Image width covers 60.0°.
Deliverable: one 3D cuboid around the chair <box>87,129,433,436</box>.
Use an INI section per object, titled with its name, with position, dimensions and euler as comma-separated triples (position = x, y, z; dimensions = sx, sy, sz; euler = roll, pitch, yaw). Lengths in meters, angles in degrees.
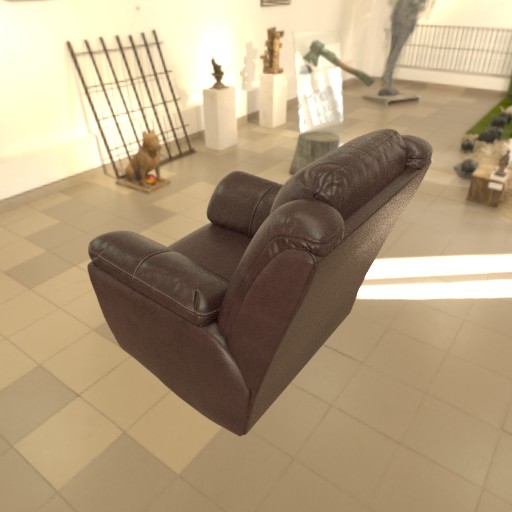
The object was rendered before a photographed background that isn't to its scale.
[chair]
position = 0.000, 0.000, 1.856
dimensions = 1.041, 1.093, 0.990
euler = 21, 38, 30
